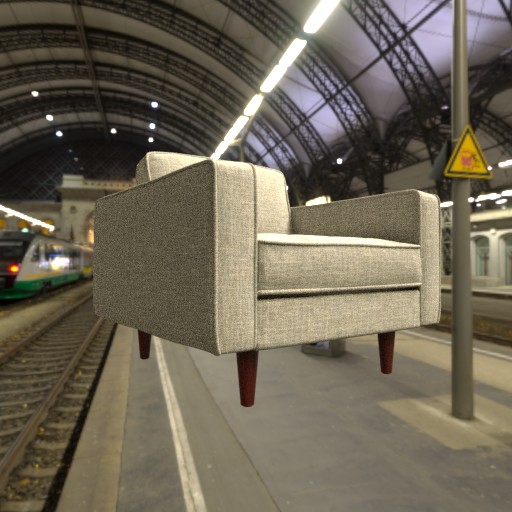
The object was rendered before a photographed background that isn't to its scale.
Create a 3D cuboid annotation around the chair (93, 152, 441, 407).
[{"bbox_3d":[0.000,0.000,1.556,0.889,0.765,0.914,1,-1,-36],"label":"chair"}]
